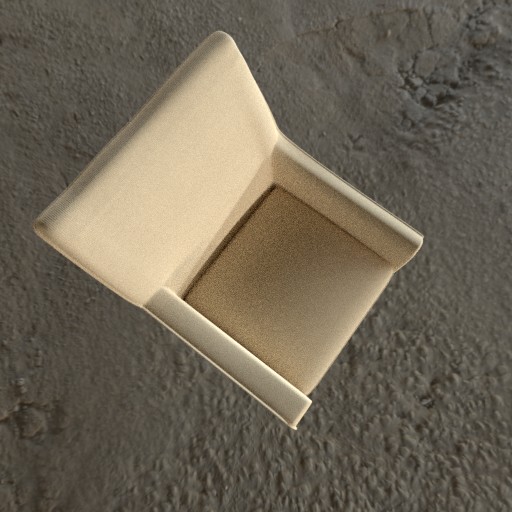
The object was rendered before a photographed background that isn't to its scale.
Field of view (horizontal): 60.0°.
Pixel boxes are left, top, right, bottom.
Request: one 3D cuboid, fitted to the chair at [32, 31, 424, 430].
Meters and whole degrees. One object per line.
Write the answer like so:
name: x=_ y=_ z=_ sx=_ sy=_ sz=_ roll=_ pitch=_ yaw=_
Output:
chair: x=0.000 y=0.000 z=1.570 sx=0.899 sy=0.919 sz=0.780 roll=36 pitch=78 yaw=9
